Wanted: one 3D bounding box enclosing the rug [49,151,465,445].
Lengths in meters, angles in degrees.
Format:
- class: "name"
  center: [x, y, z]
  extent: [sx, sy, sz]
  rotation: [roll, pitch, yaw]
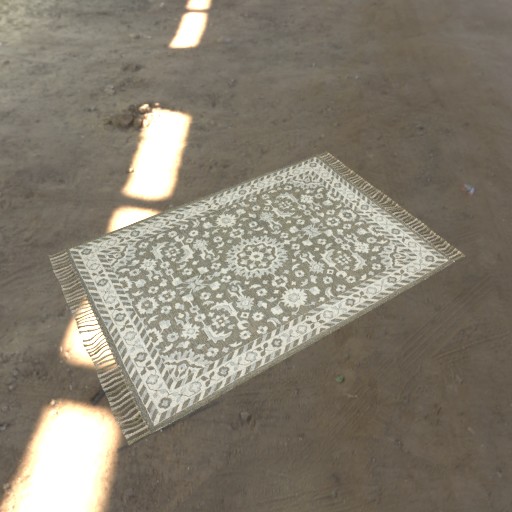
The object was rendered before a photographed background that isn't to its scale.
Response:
- class: "rug"
  center: [0.000, 0.000, 3.031]
  extent: [2.431, 0.025, 1.530]
  rotation: [-24, 51, -22]
